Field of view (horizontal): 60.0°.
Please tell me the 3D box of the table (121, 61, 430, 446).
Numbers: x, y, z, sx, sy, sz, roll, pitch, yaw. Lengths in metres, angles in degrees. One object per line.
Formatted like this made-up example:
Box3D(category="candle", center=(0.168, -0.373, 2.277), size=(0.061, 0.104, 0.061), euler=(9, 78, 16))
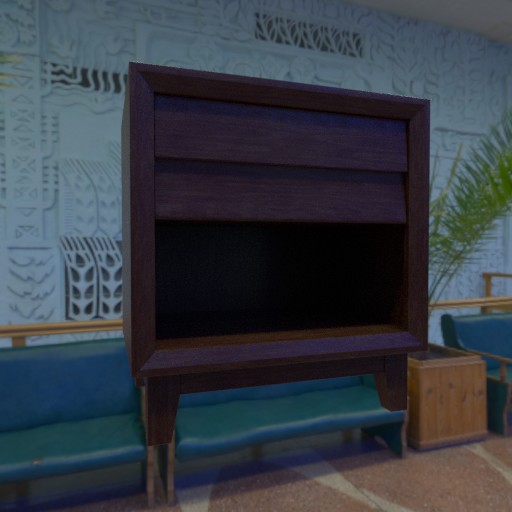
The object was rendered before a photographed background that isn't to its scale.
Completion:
Box3D(category="table", center=(0.000, 0.000, 0.983), size=(0.557, 0.609, 0.449), euler=(-1, 2, -19))
